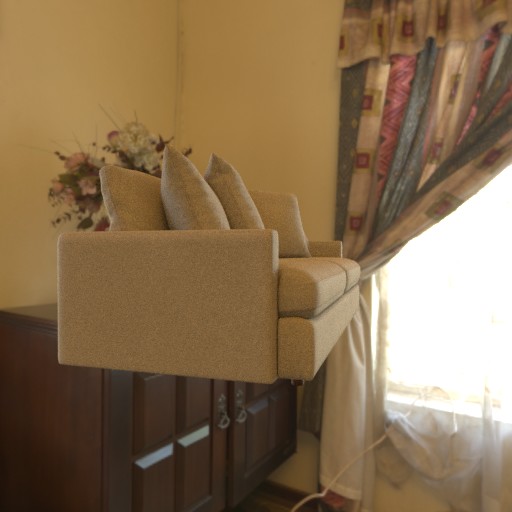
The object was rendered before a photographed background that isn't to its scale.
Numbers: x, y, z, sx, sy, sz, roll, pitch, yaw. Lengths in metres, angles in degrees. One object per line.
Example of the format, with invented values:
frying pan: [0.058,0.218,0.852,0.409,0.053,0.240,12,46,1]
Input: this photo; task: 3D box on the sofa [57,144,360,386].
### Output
sofa: [0.000,0.000,3.001,1.228,1.084,2.380,0,1,18]
